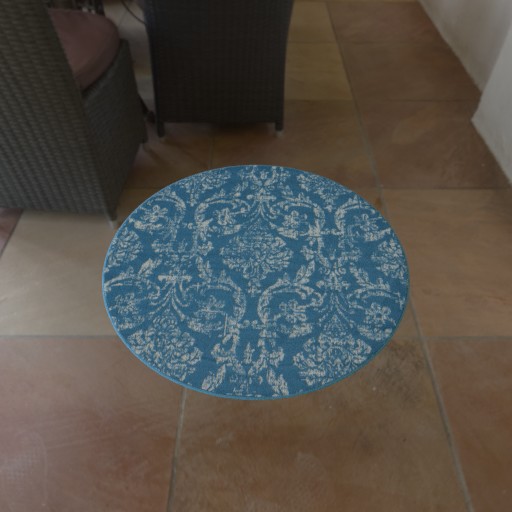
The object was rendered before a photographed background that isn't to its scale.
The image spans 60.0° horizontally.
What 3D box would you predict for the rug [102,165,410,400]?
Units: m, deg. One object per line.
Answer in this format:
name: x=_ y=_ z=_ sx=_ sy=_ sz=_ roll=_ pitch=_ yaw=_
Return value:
rug: x=0.000 y=0.000 z=2.356 sx=1.593 sy=0.012 sz=1.593 roll=0 pitch=48 yaw=0
